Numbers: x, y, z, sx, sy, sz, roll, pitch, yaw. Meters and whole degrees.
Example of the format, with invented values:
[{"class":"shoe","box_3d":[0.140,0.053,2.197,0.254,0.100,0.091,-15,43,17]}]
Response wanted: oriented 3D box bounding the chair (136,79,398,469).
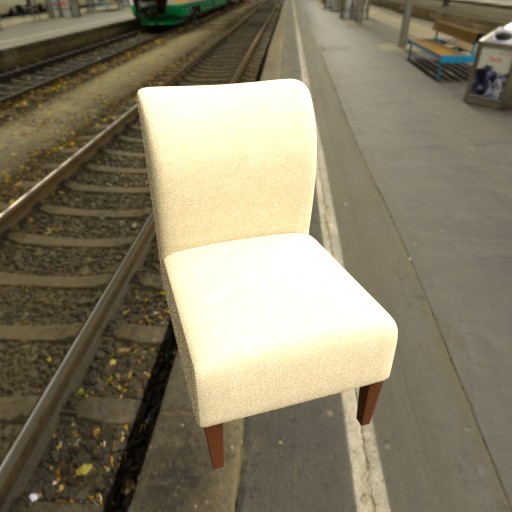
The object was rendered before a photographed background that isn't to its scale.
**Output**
[{"class":"chair","box_3d":[0.000,0.000,1.287,0.521,0.833,0.754,-9,33,-15]}]
